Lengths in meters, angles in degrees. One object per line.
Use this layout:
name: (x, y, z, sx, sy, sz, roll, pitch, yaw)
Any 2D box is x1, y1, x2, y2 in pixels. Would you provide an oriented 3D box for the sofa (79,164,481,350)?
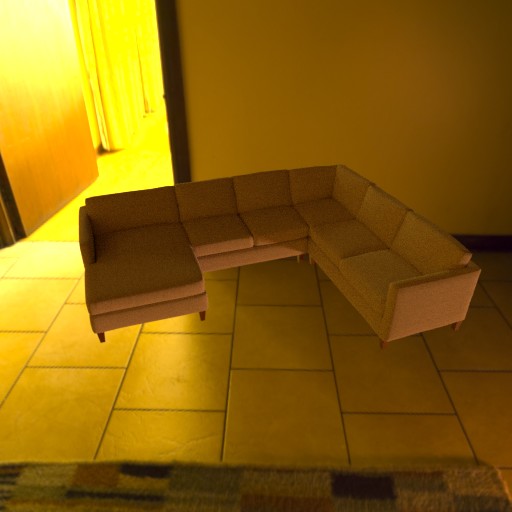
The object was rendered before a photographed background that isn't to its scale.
sofa: (0.000, 0.000, 4.662, 3.460, 0.961, 2.594, -10, 33, -16)
